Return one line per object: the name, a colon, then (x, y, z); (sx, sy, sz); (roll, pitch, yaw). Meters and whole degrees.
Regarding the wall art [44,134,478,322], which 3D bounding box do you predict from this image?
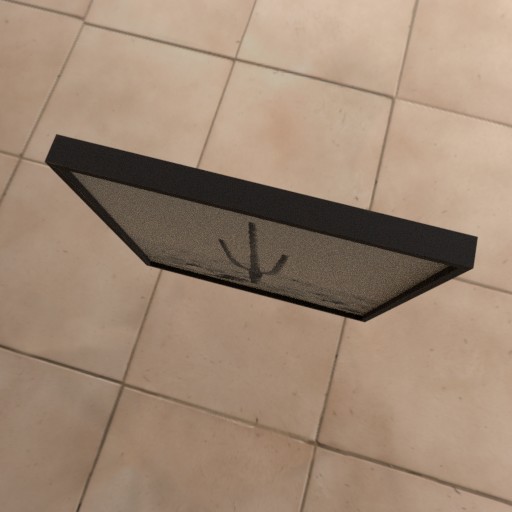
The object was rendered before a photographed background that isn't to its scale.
wall art: (0.000, 0.000, 0.757); (0.508, 0.508, 0.038); (14, 75, 4)
